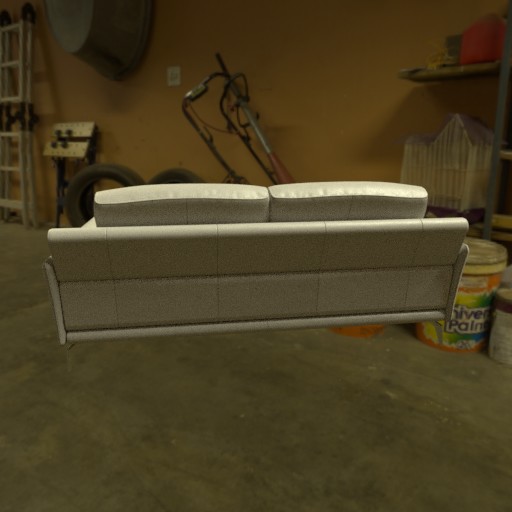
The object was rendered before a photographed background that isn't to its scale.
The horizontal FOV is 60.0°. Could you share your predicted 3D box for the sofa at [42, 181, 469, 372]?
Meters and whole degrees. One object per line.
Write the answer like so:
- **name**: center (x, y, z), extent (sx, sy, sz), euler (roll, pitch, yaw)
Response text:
- **sofa**: center (0.000, 0.000, 2.629), extent (2.101, 0.930, 1.049), euler (-2, 15, -8)
